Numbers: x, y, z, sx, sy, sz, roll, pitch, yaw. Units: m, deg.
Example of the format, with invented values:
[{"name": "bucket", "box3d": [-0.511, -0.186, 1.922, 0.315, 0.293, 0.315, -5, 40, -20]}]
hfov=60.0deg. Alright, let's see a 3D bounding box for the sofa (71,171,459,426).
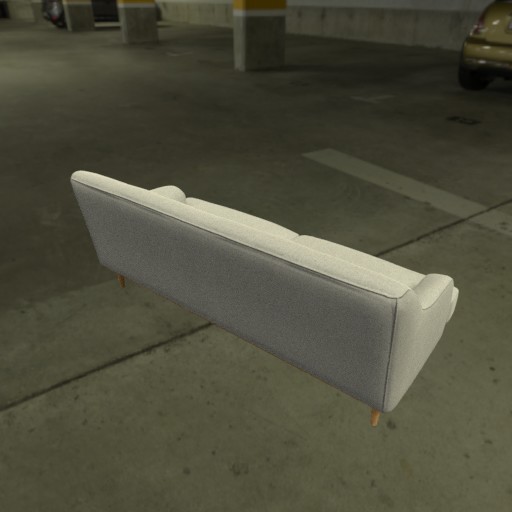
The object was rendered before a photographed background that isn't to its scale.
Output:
[{"name": "sofa", "box3d": [0.000, 0.000, 2.557, 2.057, 0.871, 0.978, 21, 37, 32]}]
